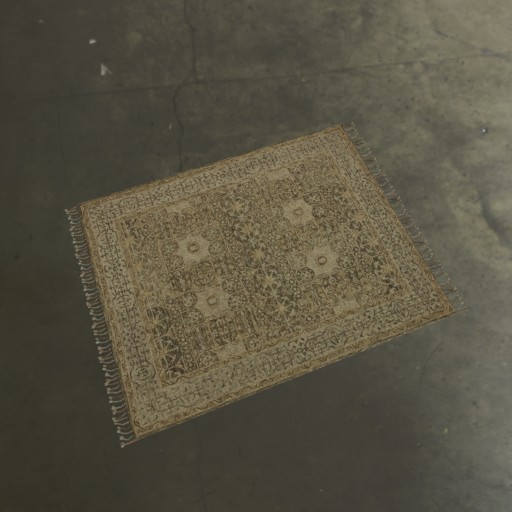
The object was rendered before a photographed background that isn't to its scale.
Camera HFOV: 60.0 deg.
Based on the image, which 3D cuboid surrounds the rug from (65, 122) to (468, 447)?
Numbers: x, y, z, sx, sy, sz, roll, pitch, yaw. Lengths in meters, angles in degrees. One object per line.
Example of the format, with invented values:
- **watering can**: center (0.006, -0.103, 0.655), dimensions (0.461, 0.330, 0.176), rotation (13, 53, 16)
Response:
- **rug**: center (0.000, 0.000, 4.319), dimensions (3.291, 0.017, 2.431), rotation (-19, 66, -9)
